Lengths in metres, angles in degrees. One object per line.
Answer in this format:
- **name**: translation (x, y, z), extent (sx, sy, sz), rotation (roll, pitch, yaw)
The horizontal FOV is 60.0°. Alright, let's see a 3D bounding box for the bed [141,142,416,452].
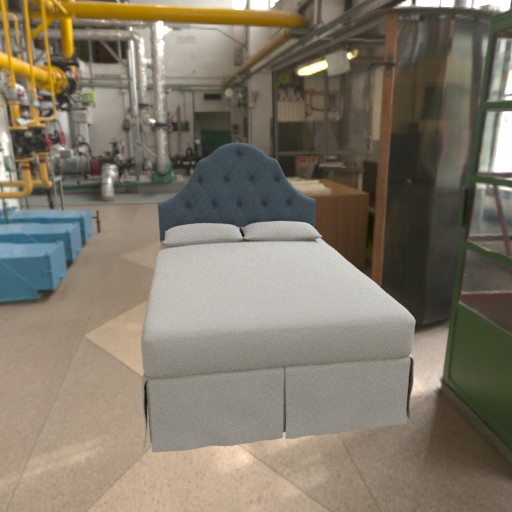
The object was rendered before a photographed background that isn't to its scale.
- **bed**: translation (0.000, 0.000, 3.342), extent (1.636, 1.575, 2.155), rotation (-3, 17, -9)
